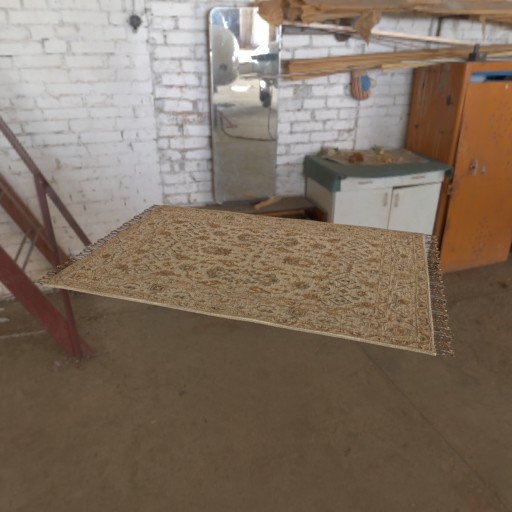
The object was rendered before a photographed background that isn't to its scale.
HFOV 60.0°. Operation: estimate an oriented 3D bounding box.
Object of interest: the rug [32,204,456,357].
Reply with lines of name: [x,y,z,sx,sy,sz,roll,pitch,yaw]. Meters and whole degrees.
rug: [0.000,0.000,3.056,2.434,0.027,1.529,8,27,15]
